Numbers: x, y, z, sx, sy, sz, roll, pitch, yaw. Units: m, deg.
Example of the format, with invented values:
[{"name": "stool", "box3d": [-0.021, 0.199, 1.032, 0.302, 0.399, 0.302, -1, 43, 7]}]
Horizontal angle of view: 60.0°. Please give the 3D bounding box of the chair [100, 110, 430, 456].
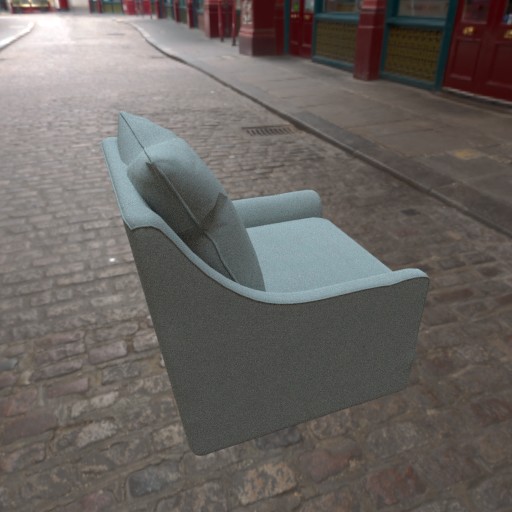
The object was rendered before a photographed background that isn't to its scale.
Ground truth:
[{"name": "chair", "box3d": [0.000, 0.000, 1.532, 0.870, 0.926, 0.760, -11, 31, -18]}]
